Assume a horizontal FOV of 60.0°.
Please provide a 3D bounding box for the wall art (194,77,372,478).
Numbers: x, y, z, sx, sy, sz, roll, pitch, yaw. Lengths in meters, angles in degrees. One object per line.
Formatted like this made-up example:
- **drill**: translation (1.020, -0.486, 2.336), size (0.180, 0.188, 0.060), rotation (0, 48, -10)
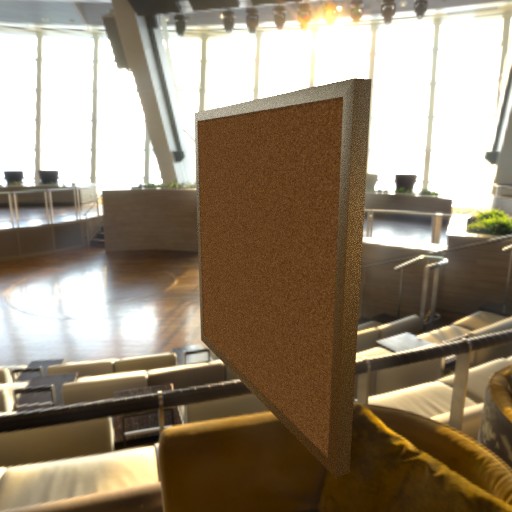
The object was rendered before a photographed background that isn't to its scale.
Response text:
- **wall art**: translation (0.000, 0.000, 1.153), size (0.036, 0.765, 0.767), rotation (-7, 15, -27)
